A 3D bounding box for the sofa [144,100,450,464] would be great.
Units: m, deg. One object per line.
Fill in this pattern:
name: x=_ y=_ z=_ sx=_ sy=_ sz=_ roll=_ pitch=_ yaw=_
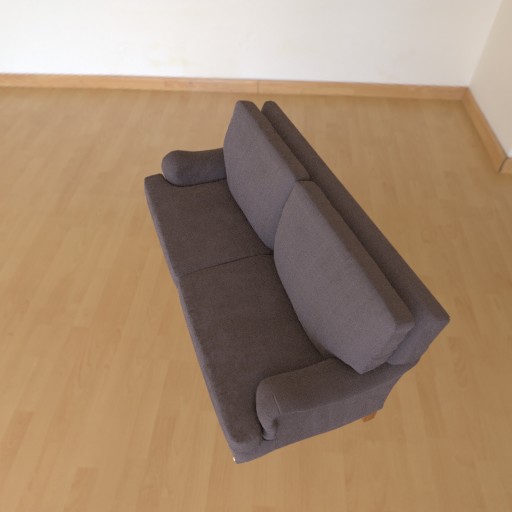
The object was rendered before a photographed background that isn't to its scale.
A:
sofa: x=0.000 y=0.000 z=2.822 sx=1.086 sy=1.087 sz=2.165 roll=-16 pitch=49 yaw=-14
